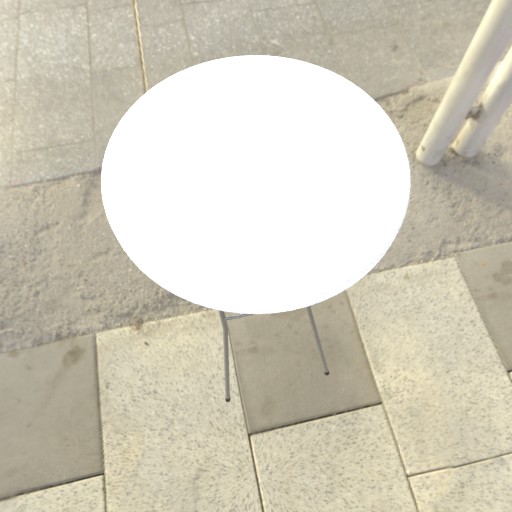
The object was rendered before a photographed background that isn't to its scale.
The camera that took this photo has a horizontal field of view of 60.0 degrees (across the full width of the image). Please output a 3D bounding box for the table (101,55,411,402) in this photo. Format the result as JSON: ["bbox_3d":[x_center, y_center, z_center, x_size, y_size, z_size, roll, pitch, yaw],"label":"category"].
[{"bbox_3d":[0.000,0.000,1.637,0.792,1.105,0.795,-13,65,-6],"label":"table"}]
